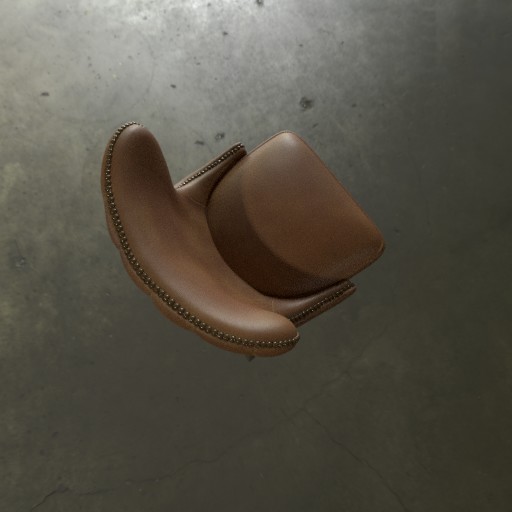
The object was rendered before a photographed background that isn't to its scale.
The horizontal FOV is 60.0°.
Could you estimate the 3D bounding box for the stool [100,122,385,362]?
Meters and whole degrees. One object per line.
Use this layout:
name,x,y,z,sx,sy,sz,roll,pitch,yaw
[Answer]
stool,0.000,0.000,1.398,0.606,1.087,0.591,-35,78,-9
